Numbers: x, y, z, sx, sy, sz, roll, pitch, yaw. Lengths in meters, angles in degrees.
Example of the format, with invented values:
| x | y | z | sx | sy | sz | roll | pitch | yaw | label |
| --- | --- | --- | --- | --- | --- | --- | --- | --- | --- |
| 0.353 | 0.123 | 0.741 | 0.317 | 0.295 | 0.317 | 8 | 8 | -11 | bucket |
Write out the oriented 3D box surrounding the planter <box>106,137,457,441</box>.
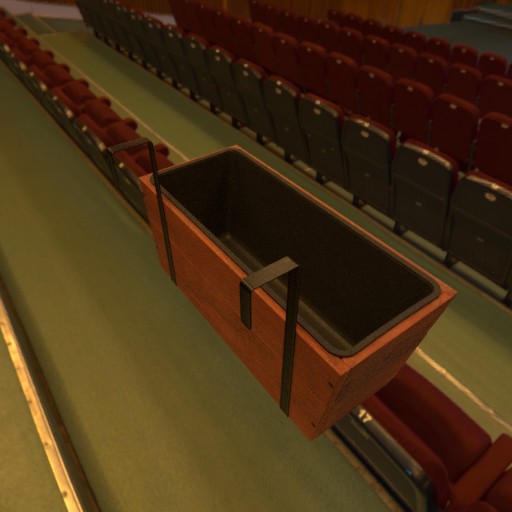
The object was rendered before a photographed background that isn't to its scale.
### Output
| x | y | z | sx | sy | sz | roll | pitch | yaw | label |
| --- | --- | --- | --- | --- | --- | --- | --- | --- | --- |
| 0.000 | 0.000 | 0.657 | 0.262 | 0.289 | 0.480 | -26 | 47 | -26 | planter |
